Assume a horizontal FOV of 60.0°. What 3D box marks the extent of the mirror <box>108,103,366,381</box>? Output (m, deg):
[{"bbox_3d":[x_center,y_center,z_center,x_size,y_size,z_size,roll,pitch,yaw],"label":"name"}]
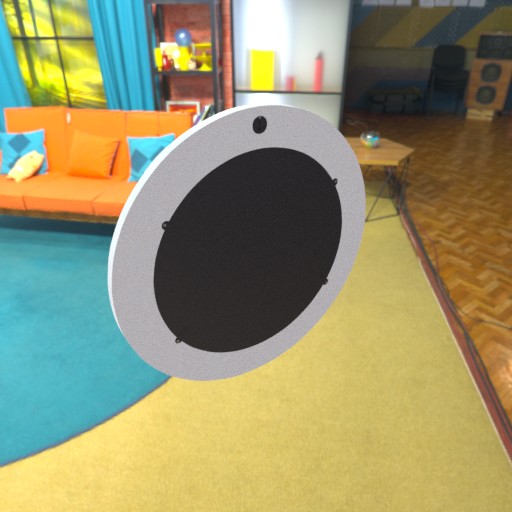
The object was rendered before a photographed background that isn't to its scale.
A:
[{"bbox_3d":[0.000,0.000,1.391,0.914,0.914,0.038,-18,34,-28],"label":"mirror"}]
